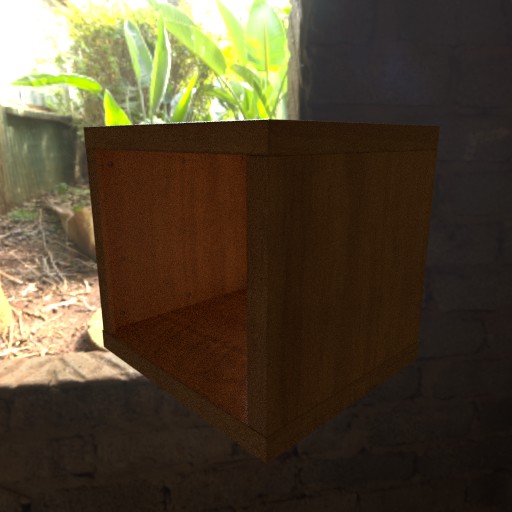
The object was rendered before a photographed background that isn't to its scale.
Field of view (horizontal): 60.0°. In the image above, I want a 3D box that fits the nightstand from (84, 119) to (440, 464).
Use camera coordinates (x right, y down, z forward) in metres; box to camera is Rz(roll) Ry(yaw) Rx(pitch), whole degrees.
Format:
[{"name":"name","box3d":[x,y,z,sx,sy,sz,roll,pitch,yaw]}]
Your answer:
[{"name":"nightstand","box3d":[0.000,0.000,0.873,0.436,0.491,0.493,-14,20,-42]}]
